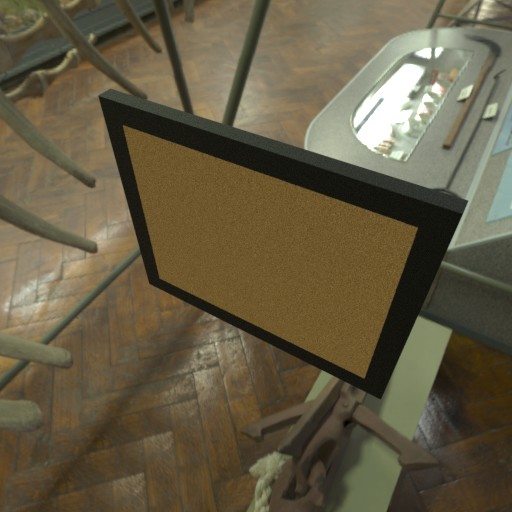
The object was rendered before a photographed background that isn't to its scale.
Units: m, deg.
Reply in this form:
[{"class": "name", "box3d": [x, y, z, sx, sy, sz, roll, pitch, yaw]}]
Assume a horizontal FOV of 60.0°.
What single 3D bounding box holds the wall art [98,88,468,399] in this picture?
[{"class": "wall art", "box3d": [0.000, 0.000, 0.773, 0.561, 0.460, 0.028, 23, 51, 21]}]
